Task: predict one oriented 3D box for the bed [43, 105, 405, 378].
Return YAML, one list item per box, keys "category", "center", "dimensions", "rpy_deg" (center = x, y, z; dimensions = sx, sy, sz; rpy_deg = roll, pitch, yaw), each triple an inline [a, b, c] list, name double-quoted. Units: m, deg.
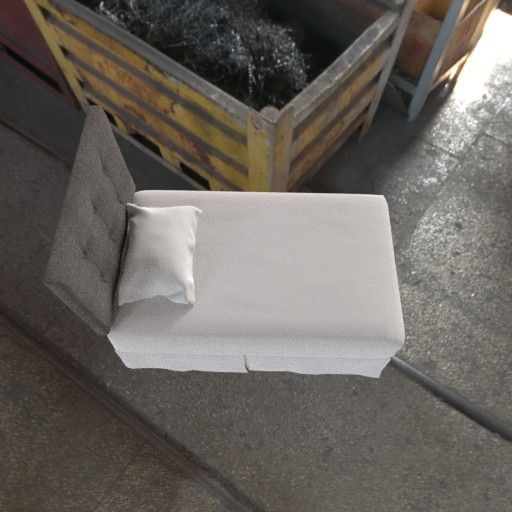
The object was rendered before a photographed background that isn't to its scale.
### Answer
- category: "bed"
  center: [0.000, 0.000, 2.997]
  dimensions: [1.997, 1.571, 1.261]
  rpy_deg: [1, 63, 1]
